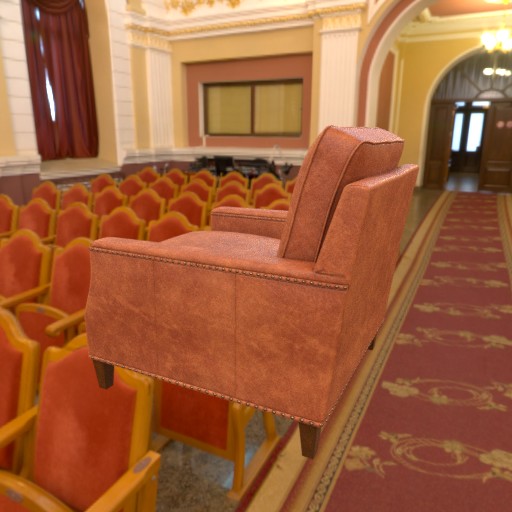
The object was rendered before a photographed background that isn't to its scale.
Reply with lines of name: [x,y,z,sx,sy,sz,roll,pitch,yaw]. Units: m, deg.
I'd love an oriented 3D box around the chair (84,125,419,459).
chair: [0.000,0.000,1.685,1.014,0.943,0.853,8,17,26]
